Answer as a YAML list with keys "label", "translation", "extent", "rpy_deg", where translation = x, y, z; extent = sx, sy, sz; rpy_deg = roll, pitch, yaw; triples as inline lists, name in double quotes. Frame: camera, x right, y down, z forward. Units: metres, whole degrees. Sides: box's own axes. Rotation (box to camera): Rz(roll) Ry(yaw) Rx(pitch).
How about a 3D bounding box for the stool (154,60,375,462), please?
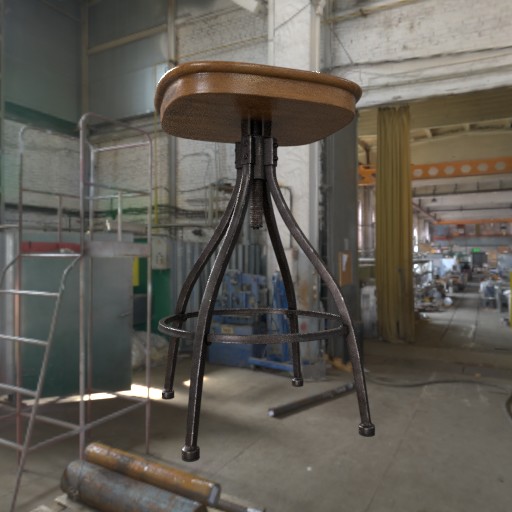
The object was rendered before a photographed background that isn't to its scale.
- label: "stool"
  translation: [0.000, 0.000, 0.977]
  extent: [0.432, 0.694, 0.424]
  rpy_deg: [0, 0, -18]
